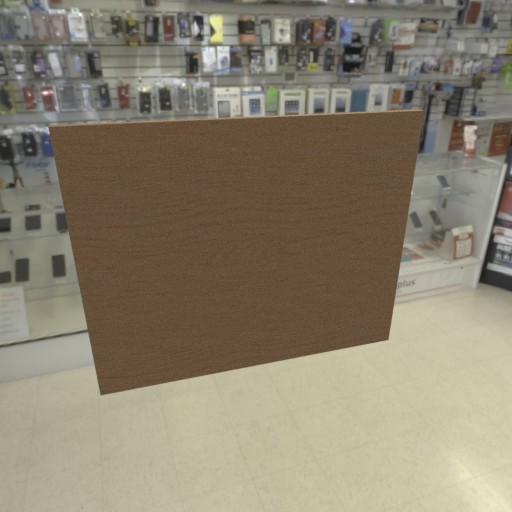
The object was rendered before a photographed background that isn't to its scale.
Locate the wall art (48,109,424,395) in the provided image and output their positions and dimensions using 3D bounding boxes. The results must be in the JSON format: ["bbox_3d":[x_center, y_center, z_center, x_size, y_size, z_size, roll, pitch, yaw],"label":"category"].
[{"bbox_3d":[0.000,0.000,0.673,0.508,0.406,0.013,-7,26,-15],"label":"wall art"}]
